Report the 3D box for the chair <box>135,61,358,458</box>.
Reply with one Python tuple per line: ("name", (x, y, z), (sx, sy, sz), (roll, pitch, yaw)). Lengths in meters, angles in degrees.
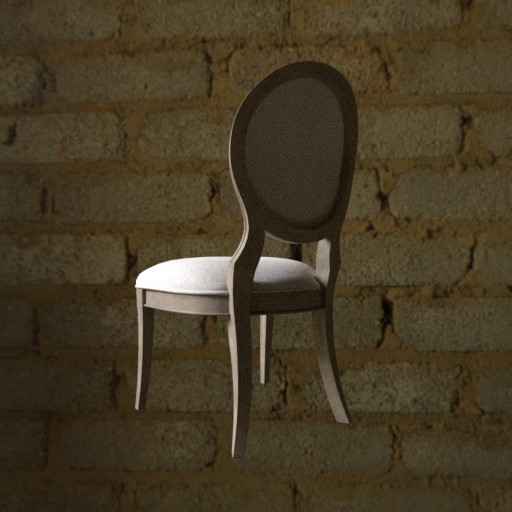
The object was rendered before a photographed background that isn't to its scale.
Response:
("chair", (0.000, 0.000, 1.362), (0.558, 0.990, 0.602), (0, -1, -36))
